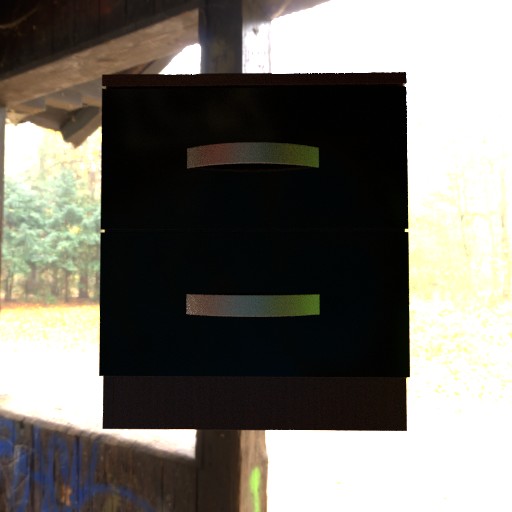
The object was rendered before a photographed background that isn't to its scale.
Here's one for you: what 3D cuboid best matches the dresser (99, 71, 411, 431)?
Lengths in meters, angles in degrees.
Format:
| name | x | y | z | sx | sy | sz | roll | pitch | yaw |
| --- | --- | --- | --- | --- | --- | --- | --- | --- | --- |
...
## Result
| name | x | y | z | sx | sy | sz | roll | pitch | yaw |
| --- | --- | --- | --- | --- | --- | --- | --- | --- | --- |
| dresser | 0.000 | 0.000 | 0.726 | 0.400 | 0.470 | 0.360 | 0 | -2 | 1 |
